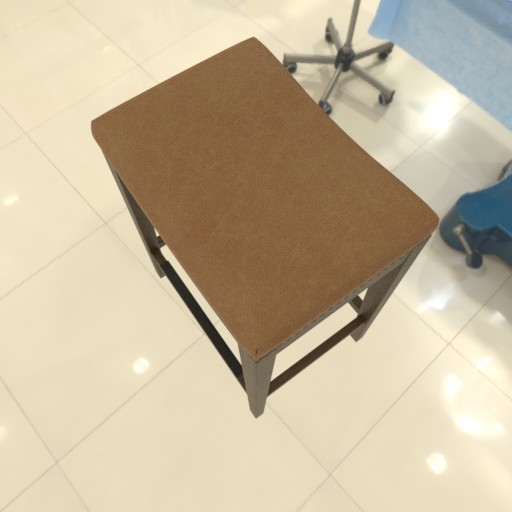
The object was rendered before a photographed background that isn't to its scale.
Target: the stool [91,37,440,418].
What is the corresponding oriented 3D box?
[{"bbox_3d":[0.000,0.000,0.963,0.361,0.660,0.500,-33,70,-14],"label":"stool"}]
